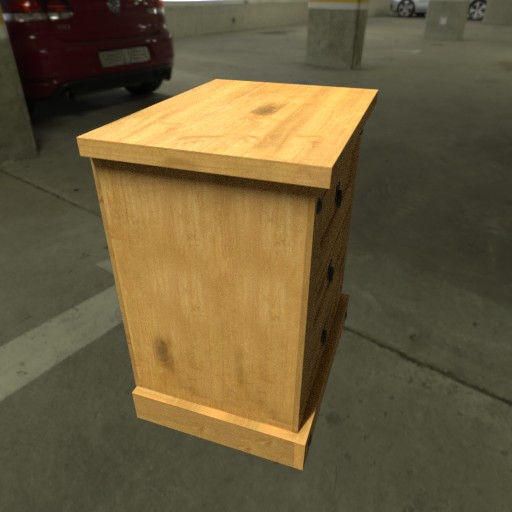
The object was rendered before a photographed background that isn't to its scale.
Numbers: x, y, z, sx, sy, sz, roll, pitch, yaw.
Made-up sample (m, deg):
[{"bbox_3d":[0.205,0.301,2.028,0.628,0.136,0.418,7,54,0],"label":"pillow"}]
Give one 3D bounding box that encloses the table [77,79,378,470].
[{"bbox_3d":[0.000,0.000,1.258,0.500,0.813,0.660,10,33,17],"label":"table"}]
